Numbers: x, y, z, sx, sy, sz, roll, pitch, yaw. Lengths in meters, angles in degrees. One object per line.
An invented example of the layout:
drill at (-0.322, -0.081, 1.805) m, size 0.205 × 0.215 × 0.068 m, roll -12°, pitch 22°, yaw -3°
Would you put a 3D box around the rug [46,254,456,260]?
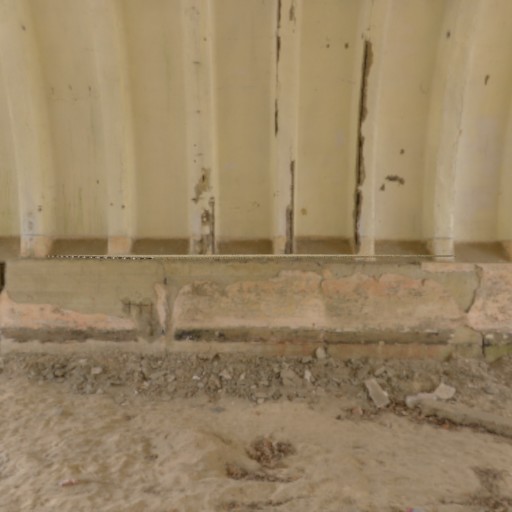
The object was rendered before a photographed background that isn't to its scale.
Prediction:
rug at (0.000, 0.000, 2.338) m, size 1.802 × 0.008 × 1.247 m, roll 0°, pitch 1°, yaw -37°
